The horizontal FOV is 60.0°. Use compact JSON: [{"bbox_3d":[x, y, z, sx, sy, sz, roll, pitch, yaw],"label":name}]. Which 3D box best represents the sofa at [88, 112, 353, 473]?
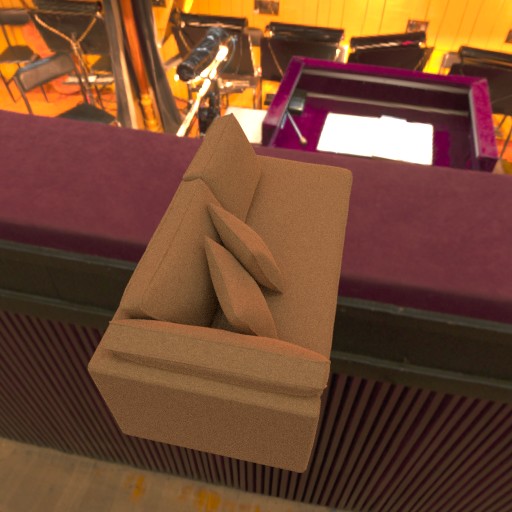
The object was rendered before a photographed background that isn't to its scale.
[{"bbox_3d":[0.000,0.000,2.873,1.110,1.033,2.237,9,48,8],"label":"sofa"}]
